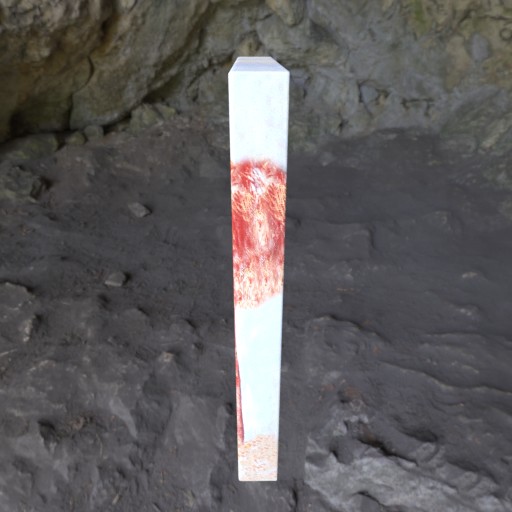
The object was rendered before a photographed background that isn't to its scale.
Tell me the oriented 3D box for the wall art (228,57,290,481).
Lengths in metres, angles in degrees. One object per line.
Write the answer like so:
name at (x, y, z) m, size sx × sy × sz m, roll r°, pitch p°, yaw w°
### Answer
wall art at (0.000, 0.000, 0.473) m, size 0.039 × 0.380 × 0.251 m, roll 0°, pitch 26°, yaw -1°
